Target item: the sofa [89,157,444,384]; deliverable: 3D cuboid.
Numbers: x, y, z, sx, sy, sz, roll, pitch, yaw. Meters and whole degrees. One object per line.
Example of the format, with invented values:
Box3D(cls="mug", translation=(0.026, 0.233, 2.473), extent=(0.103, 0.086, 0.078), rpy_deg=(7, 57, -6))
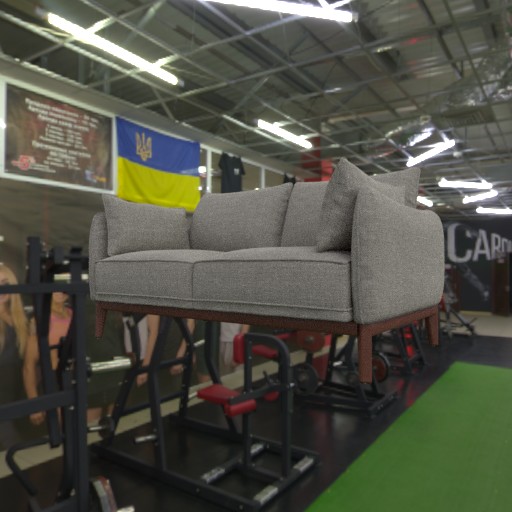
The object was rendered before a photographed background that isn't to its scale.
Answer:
Box3D(cls="sofa", translation=(0.000, 0.000, 2.190), extent=(1.580, 0.851, 0.972), rpy_deg=(-1, -1, 36))
